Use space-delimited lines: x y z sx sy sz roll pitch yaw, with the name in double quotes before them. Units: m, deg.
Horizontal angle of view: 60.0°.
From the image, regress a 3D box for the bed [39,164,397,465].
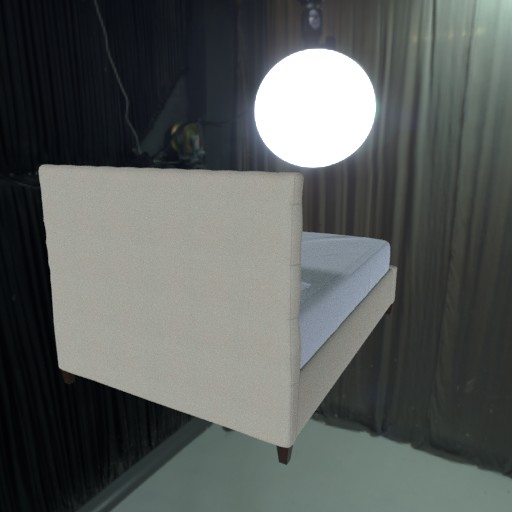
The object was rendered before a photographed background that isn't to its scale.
"bed" 0.000 0.000 3.395 1.698 1.427 2.387 8 16 28
